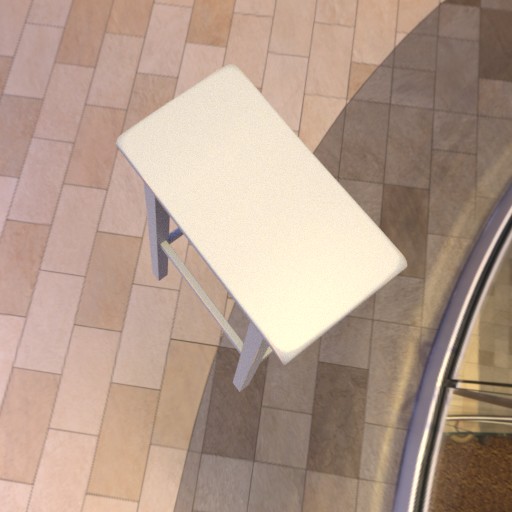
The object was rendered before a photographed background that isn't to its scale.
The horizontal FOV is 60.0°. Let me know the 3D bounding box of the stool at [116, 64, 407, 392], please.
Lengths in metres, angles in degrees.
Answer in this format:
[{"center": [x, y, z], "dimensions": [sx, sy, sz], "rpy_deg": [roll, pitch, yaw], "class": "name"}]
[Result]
[{"center": [0.000, 0.000, 1.042], "dimensions": [0.476, 0.737, 0.457], "rpy_deg": [-37, 79, -8], "class": "stool"}]
